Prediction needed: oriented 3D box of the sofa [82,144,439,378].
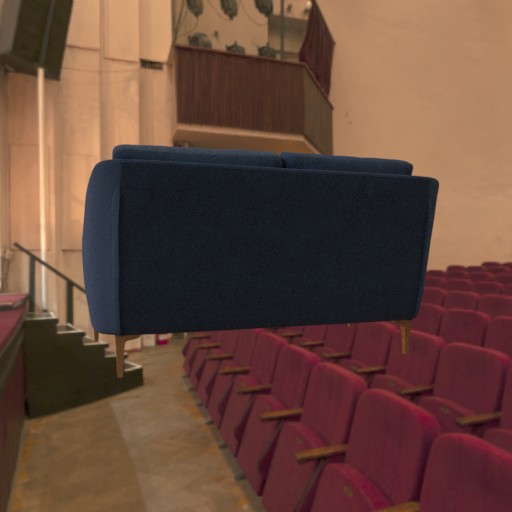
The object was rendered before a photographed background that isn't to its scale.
[{"bbox_3d":[0.000,0.000,2.148,1.619,0.902,0.960,0,1,-17],"label":"sofa"}]
